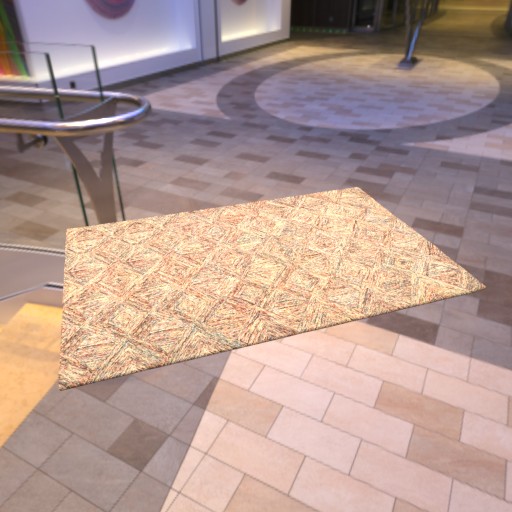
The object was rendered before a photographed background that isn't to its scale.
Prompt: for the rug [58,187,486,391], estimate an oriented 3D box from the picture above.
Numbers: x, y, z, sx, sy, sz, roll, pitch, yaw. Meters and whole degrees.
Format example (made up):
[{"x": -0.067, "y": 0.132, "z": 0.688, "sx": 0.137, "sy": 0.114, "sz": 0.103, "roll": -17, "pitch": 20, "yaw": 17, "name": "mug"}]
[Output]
[{"x": 0.000, "y": 0.000, "z": 2.150, "sx": 1.761, "sy": 0.014, "sz": 1.143, "roll": -10, "pitch": 34, "yaw": -16, "name": "rug"}]
